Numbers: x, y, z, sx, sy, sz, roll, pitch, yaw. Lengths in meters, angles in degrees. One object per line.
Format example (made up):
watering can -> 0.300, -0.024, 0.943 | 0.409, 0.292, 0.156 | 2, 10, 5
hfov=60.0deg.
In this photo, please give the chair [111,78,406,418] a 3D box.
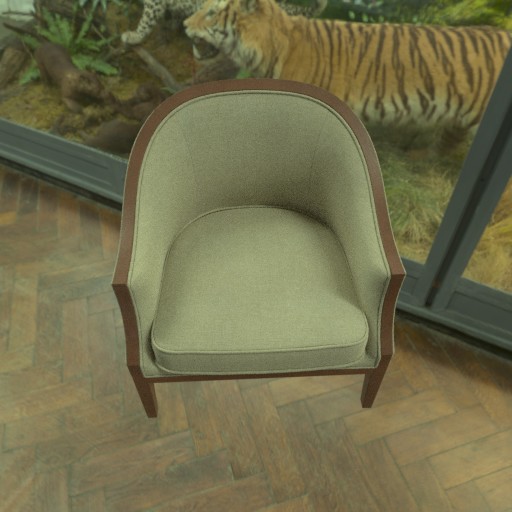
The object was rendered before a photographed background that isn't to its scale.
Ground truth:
chair -> 0.000, 0.000, 1.455 | 0.803, 0.876, 0.735 | -2, 46, -2
